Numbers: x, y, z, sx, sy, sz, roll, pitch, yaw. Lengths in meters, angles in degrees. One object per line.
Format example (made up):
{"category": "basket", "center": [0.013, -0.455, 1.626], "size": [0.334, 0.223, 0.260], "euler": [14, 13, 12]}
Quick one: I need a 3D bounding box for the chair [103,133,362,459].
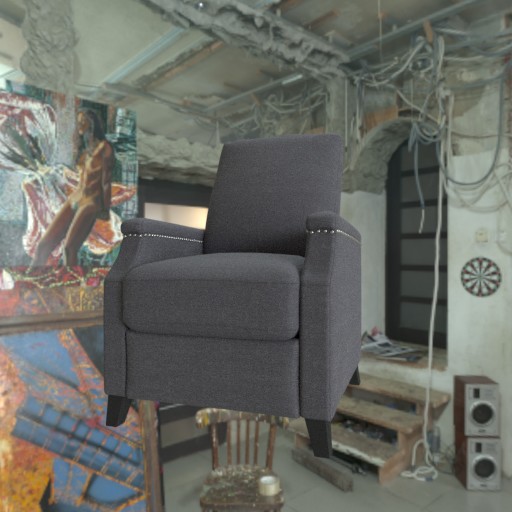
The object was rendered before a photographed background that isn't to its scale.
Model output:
{"category": "chair", "center": [0.000, 0.000, 1.641], "size": [0.710, 1.049, 0.922], "euler": [0, 0, 19]}
